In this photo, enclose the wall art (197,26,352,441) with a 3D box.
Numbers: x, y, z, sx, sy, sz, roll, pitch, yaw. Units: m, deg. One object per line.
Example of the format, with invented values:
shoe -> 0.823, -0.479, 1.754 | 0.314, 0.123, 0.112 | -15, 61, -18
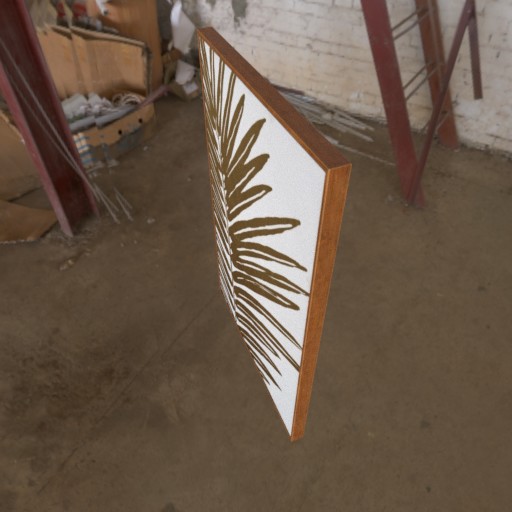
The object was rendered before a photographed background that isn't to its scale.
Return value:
wall art -> 0.000, 0.000, 1.137 | 0.037, 0.914, 0.610 | -16, 47, -16
